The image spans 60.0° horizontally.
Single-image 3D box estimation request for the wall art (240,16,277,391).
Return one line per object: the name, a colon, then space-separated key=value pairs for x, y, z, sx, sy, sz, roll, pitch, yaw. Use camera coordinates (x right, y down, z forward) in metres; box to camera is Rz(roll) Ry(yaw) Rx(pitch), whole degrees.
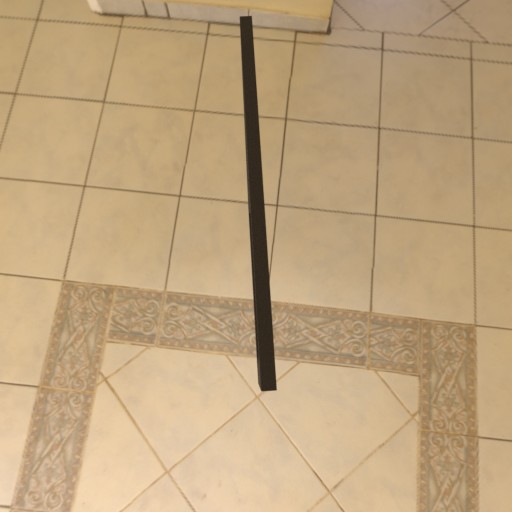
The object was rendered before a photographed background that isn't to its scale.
wall art: x=0.000 y=0.000 z=0.675 sx=0.013 sy=0.534 sz=0.380 roll=-3 pitch=75 yaw=-1
